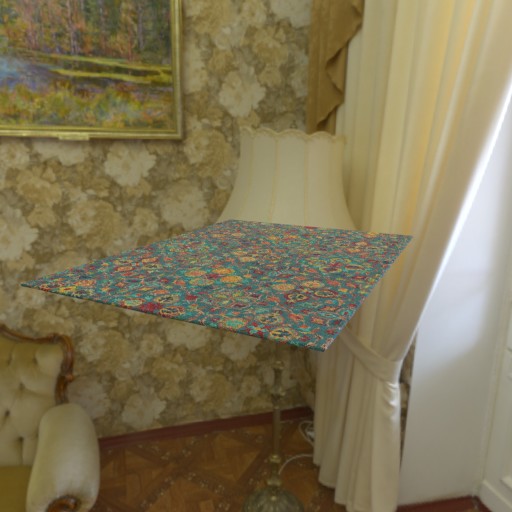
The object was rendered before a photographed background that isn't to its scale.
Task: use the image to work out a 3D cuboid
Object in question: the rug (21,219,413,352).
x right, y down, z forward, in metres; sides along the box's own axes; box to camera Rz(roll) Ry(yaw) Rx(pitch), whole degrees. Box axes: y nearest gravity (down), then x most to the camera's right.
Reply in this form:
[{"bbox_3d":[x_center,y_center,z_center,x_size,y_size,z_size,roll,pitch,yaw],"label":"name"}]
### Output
[{"bbox_3d":[0.000,0.000,4.242,2.434,0.025,3.204,7,16,26],"label":"rug"}]
